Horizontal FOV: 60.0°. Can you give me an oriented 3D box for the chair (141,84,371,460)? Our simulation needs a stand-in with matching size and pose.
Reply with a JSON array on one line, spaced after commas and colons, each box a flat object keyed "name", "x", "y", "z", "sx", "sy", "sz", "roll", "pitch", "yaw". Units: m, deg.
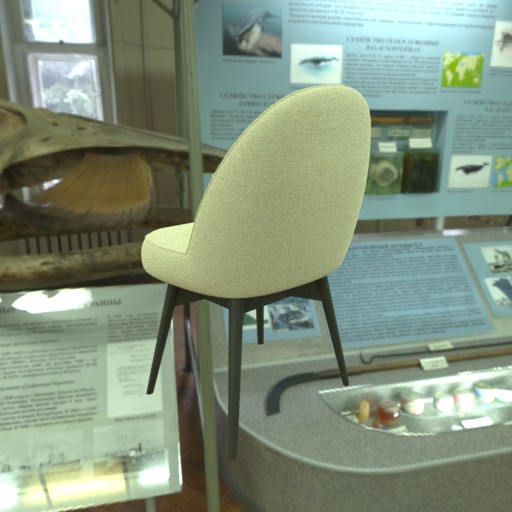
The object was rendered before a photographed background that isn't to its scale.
[{"name": "chair", "x": 0.000, "y": 0.000, "z": 1.203, "sx": 0.532, "sy": 0.838, "sz": 0.540, "roll": -15, "pitch": 21, "yaw": -42}]
